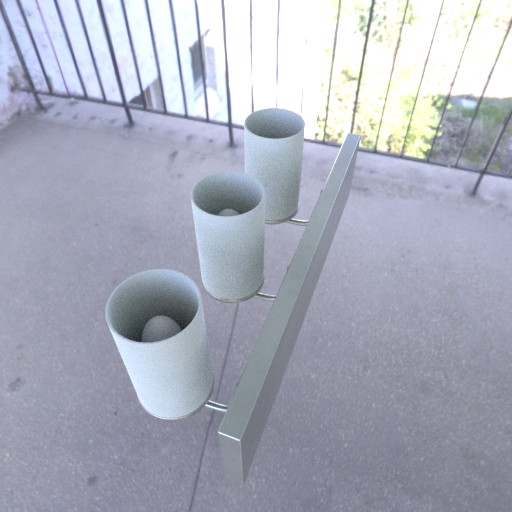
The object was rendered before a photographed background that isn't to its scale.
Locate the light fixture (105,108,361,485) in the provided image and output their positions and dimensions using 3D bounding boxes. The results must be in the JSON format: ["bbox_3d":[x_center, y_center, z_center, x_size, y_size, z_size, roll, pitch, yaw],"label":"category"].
[{"bbox_3d":[0.000,0.000,0.527,0.145,0.172,0.451,15,48,14],"label":"light fixture"}]
